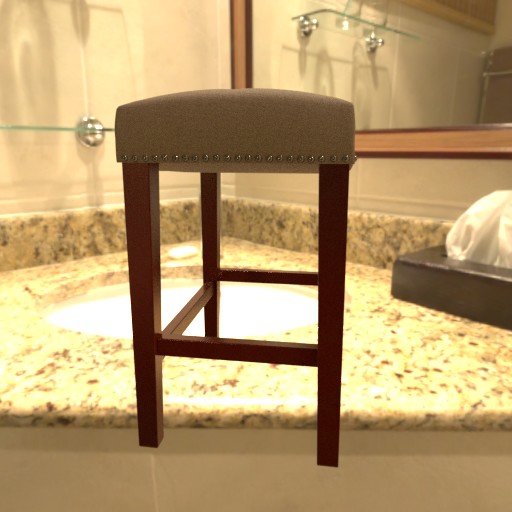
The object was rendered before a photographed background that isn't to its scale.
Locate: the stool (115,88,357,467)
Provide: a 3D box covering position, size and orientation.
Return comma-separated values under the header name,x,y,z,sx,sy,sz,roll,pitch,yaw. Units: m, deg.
name,x,y,z,sx,sy,sz,roll,pitch,yaw
stool,0.000,0.000,0.957,0.375,0.632,0.509,2,14,9
